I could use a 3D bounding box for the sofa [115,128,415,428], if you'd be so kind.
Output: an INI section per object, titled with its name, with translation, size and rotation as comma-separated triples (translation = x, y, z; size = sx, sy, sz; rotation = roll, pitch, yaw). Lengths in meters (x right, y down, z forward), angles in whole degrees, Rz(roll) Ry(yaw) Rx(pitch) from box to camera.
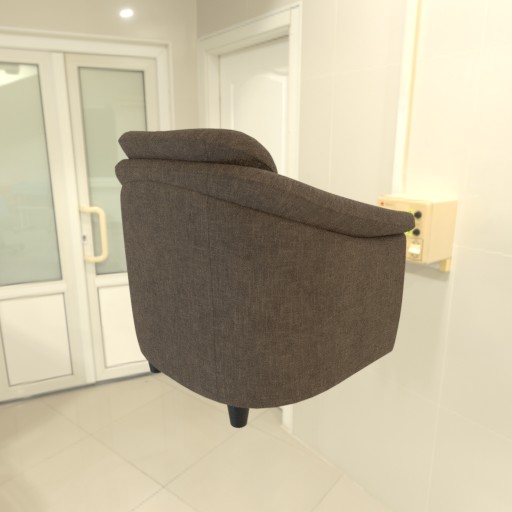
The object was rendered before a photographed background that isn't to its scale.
[sofa]
translation = 0.000, 0.000, 1.504
size = 0.794, 0.811, 0.870
rotation = -14, 20, -43
